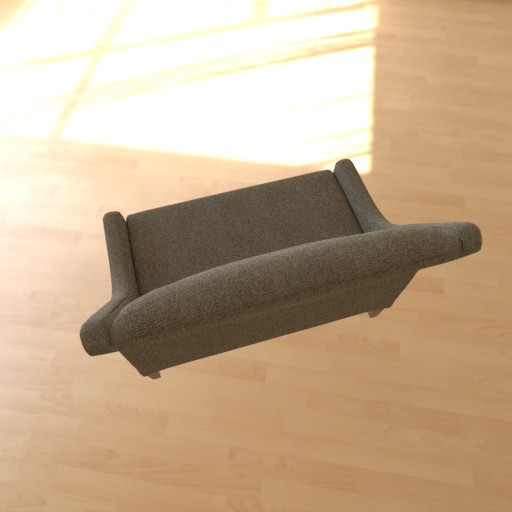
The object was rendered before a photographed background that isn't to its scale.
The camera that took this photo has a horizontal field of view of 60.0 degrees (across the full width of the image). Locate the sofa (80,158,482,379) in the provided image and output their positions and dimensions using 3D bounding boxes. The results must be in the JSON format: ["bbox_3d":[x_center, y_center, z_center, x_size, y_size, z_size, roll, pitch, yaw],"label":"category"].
[{"bbox_3d":[0.000,0.000,1.891,1.242,1.021,0.870,-14,60,-8],"label":"sofa"}]
